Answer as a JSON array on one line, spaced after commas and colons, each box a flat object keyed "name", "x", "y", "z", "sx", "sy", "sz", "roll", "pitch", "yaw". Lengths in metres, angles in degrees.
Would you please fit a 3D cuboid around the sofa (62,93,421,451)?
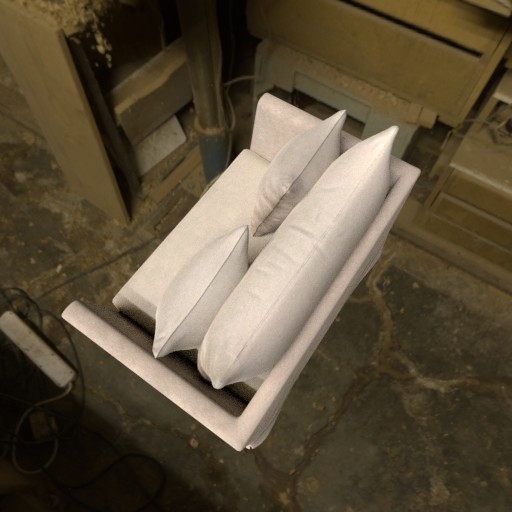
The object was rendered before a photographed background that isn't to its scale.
[{"name": "sofa", "x": 0.000, "y": 0.000, "z": 2.282, "sx": 1.035, "sy": 1.040, "sz": 1.608, "roll": 32, "pitch": 68, "yaw": 15}]
